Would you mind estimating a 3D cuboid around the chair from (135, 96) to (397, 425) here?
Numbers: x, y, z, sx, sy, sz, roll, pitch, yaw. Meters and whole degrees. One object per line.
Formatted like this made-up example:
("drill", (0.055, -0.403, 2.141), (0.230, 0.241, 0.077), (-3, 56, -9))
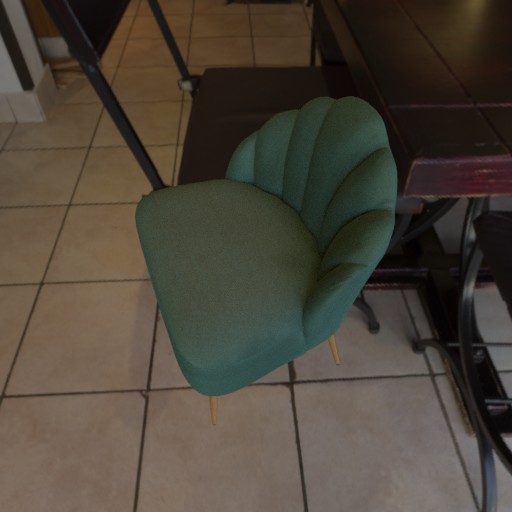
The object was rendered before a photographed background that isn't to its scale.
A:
("chair", (0.000, 0.000, 1.272), (0.599, 0.819, 0.657), (-16, 49, -15))
